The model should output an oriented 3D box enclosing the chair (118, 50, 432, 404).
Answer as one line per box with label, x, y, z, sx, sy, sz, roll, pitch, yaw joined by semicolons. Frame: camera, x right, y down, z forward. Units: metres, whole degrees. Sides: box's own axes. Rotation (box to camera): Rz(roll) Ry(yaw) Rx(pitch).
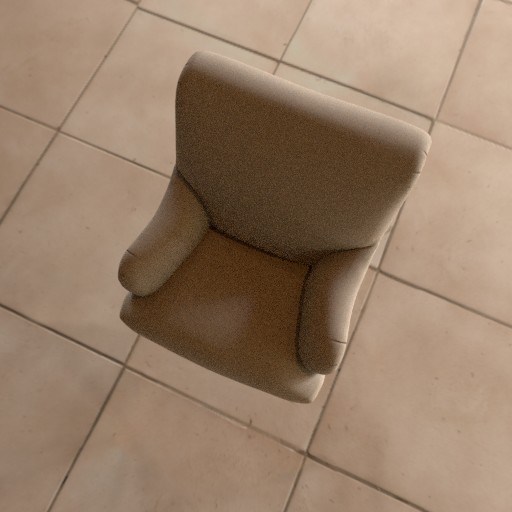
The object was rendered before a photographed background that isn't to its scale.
chair;0.000;0.000;1.559;0.766;0.942;0.842;22;76;6
